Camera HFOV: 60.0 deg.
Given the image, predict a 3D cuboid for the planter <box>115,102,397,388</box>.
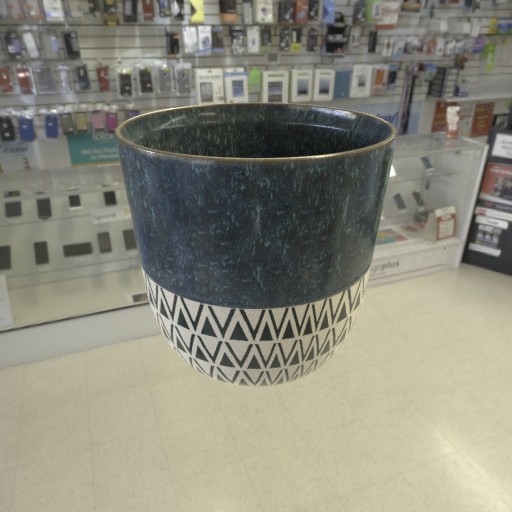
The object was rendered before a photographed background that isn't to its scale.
[{"bbox_3d":[0.000,0.000,0.366,0.195,0.214,0.195,0,27,0],"label":"planter"}]
